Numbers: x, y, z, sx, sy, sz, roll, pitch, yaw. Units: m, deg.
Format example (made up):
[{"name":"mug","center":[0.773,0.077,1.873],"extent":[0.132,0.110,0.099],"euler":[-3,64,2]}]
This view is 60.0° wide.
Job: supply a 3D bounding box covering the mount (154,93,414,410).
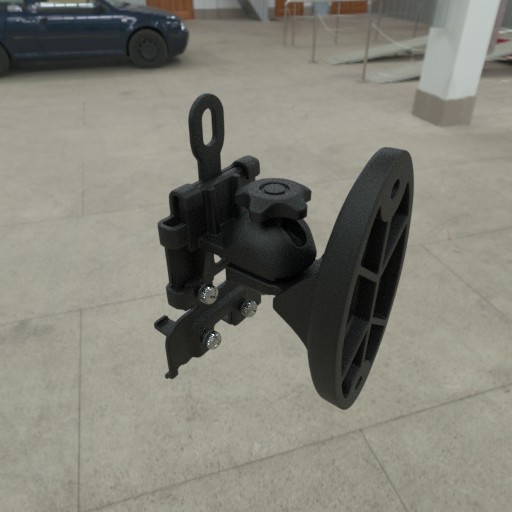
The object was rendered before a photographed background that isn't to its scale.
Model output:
[{"name":"mount","center":[0.000,0.000,0.176],"extent":[0.100,0.118,0.066],"euler":[22,40,30]}]
